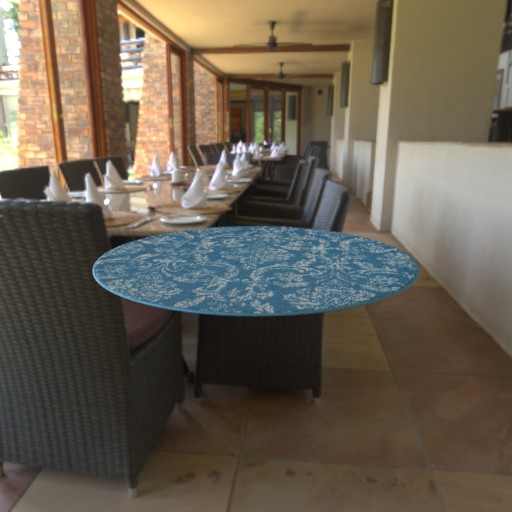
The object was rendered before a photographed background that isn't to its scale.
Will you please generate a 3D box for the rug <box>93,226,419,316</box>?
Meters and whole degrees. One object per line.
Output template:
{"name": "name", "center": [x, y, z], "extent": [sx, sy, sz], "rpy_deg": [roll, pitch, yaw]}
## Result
{"name": "rug", "center": [0.000, 0.000, 2.293], "extent": [1.593, 0.012, 1.593], "rpy_deg": [0, 15, 0]}
